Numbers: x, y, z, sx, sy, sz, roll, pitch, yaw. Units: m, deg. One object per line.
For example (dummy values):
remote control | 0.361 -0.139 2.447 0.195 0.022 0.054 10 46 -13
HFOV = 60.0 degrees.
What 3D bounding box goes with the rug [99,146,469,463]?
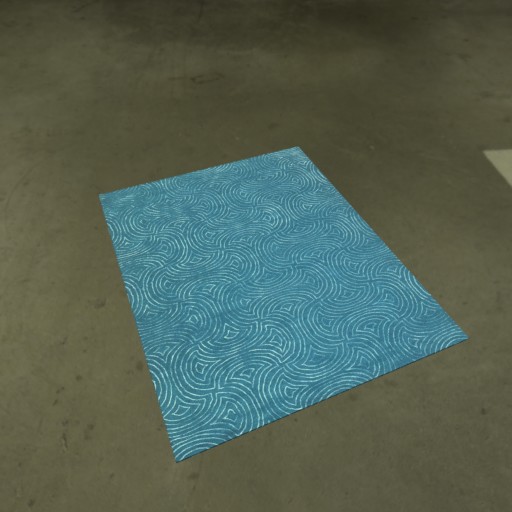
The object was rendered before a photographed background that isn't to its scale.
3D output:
rug | 0.000 0.000 4.193 2.432 0.012 3.033 -17 49 -16
